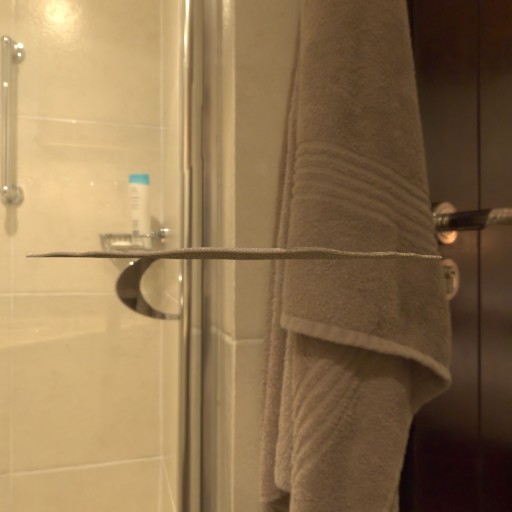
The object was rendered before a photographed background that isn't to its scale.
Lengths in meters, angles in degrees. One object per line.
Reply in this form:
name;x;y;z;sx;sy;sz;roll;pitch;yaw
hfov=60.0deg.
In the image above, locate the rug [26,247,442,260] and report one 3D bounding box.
rug;0.000;0.000;0.876;0.551;0.008;0.642;-1;-1;36
